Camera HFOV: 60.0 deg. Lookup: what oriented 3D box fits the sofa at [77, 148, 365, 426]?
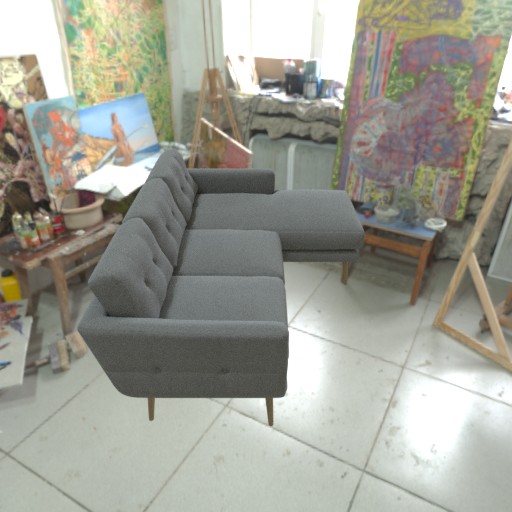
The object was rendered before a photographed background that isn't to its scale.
[{"bbox_3d":[0.000,0.000,2.833,1.530,0.860,2.040,0,31,0],"label":"sofa"}]
